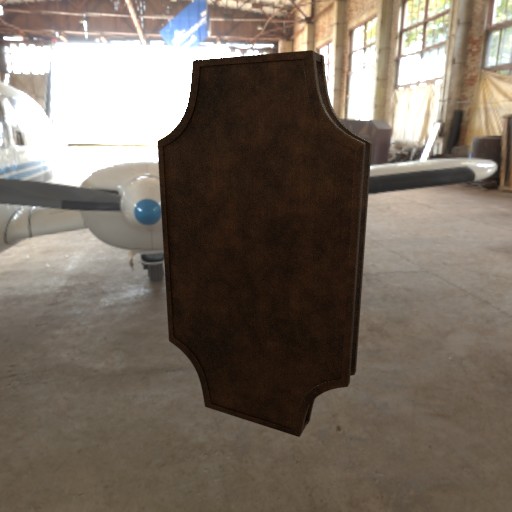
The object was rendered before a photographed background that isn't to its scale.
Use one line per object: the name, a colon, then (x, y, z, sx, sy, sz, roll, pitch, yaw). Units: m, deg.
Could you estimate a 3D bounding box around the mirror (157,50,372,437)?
mirror: (0.000, 0.000, 0.983, 0.462, 0.811, 0.066, 8, 18, 26)
